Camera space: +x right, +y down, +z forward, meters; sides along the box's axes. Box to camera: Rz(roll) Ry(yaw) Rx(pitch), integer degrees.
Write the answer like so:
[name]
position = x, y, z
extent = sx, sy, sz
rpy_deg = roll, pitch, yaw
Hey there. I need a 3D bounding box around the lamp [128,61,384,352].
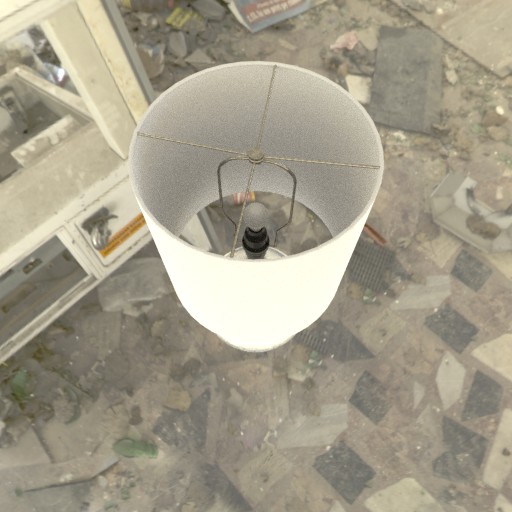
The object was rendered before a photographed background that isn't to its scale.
[lamp]
position = 0.000, 0.000, 0.558
extent = 0.216, 0.404, 0.216
rpy_deg = -18, 64, -9
